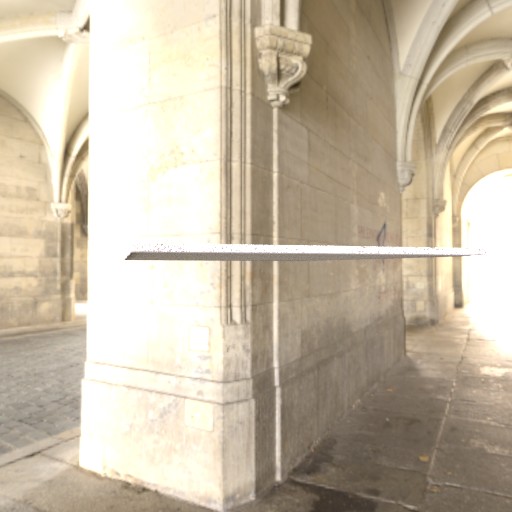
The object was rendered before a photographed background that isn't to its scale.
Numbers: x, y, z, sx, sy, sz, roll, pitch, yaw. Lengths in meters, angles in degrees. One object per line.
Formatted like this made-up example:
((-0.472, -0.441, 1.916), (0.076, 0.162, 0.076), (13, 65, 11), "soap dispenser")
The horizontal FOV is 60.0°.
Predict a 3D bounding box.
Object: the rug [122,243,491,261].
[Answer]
((0.000, 0.000, 2.101), (1.200, 0.025, 1.600), (0, -1, -17), "rug")
